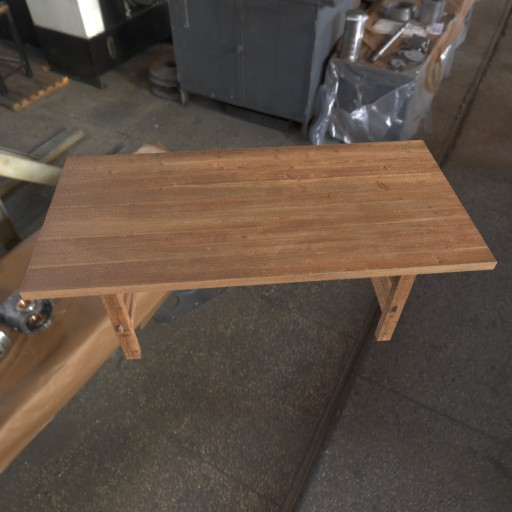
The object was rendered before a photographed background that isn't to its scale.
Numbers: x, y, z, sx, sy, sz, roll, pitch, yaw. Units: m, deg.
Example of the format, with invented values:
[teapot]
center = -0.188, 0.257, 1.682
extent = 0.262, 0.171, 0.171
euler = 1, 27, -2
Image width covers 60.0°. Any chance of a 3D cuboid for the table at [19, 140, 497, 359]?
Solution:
[table]
center = 0.000, 0.000, 2.448
extent = 2.003, 0.760, 0.952
euler = -4, 47, -3
